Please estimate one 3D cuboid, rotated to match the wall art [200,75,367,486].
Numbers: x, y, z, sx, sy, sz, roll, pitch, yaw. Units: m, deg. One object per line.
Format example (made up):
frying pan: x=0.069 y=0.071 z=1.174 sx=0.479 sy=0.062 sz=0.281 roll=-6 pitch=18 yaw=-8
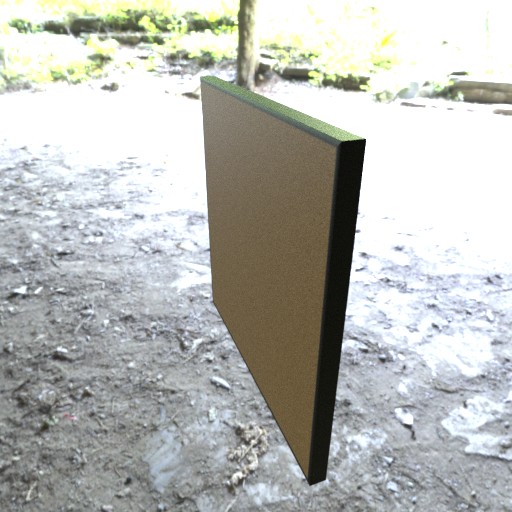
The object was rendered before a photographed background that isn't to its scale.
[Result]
wall art: x=0.000 y=0.000 z=0.748 sx=0.028 sy=0.511 sz=0.513 roll=-11 pitch=30 yaw=-18
